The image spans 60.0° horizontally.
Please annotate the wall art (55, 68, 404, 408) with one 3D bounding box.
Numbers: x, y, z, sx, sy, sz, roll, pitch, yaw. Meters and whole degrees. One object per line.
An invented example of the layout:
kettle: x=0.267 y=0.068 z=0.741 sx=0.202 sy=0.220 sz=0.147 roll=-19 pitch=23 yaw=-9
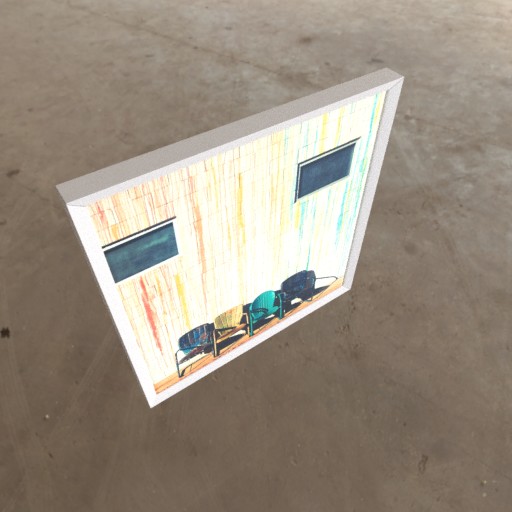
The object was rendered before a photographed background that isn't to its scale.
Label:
wall art: x=0.000 y=0.000 z=0.758 sx=0.508 sy=0.508 sz=0.037 roll=-27 pitch=53 yaw=-22
